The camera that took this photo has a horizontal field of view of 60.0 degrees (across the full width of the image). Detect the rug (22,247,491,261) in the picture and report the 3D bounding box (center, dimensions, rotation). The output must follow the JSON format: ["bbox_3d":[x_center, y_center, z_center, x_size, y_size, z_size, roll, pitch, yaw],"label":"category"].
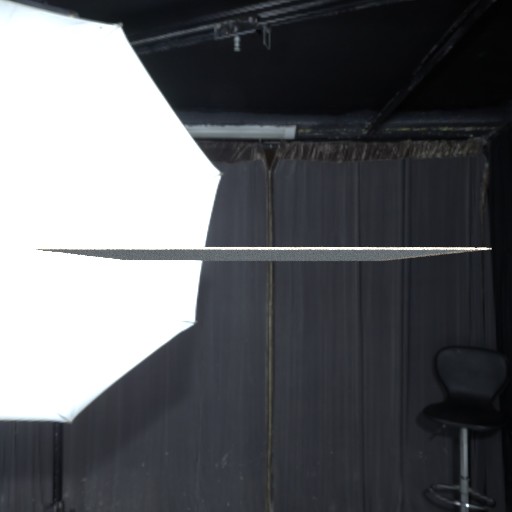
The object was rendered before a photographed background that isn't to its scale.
[{"bbox_3d":[0.000,0.000,2.249,1.726,0.009,1.278,0,-2,-1],"label":"rug"}]
